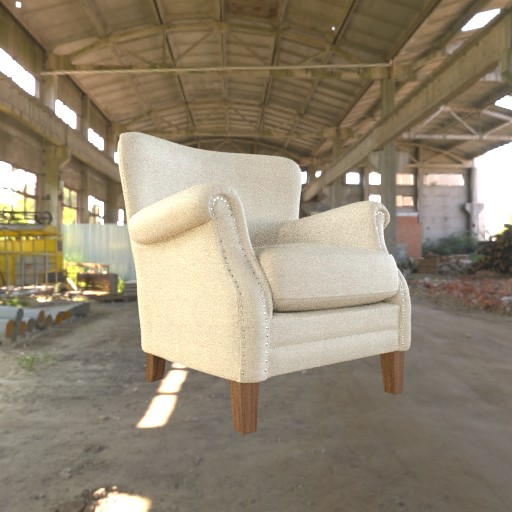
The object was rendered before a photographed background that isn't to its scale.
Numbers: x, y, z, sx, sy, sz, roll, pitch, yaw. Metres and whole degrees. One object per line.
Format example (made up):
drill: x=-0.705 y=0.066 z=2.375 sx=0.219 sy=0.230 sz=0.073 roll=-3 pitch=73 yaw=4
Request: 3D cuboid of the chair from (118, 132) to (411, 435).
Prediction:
chair: x=0.000 y=0.000 z=1.643 sx=0.861 sy=0.936 sz=0.921 roll=0 pitch=0 yaw=-36
